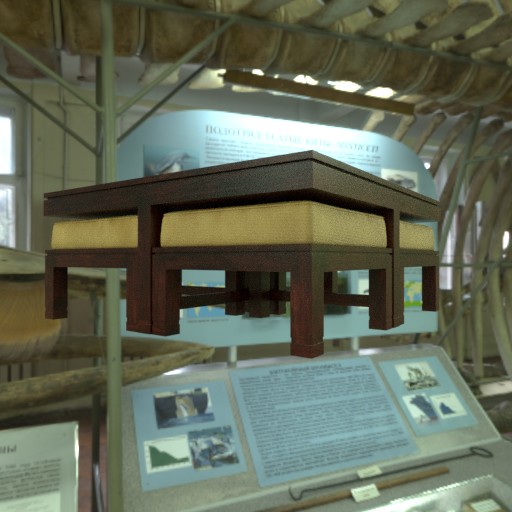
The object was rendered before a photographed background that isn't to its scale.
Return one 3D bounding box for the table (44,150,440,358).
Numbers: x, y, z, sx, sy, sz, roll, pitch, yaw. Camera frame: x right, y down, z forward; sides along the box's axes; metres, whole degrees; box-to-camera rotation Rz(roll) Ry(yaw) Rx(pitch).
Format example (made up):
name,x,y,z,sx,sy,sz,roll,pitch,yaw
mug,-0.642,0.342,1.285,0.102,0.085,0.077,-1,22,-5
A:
name,x,y,z,sx,sy,sz,roll,pitch,yaw
table,0.000,0.000,1.356,0.865,0.356,0.865,0,0,36
